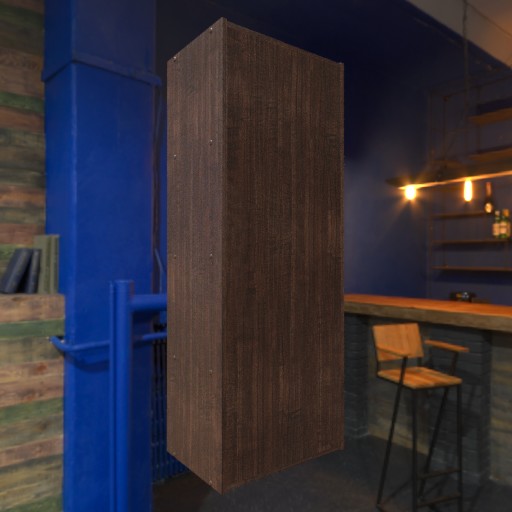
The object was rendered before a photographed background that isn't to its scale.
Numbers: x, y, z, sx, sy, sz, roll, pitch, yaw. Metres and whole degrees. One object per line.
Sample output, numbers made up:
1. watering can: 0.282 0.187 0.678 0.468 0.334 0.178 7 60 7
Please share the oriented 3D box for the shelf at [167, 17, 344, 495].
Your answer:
1. shelf: 0.000 0.000 1.258 0.415 1.099 0.290 0 0 -37
